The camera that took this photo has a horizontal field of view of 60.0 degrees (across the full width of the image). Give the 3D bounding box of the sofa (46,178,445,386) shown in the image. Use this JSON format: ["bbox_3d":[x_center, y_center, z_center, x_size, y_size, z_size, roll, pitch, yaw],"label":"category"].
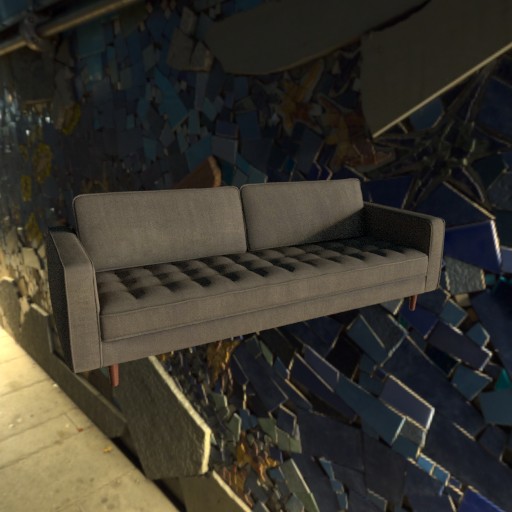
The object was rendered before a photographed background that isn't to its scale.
[{"bbox_3d":[0.000,0.000,2.698,2.295,0.813,0.923,-8,18,-27],"label":"sofa"}]
